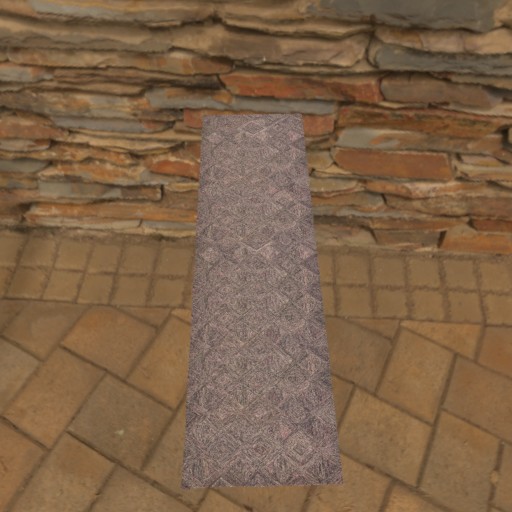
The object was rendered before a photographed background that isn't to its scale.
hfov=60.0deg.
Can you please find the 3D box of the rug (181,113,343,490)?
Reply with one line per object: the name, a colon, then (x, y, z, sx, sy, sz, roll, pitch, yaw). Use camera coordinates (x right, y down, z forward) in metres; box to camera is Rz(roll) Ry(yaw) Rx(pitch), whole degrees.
rug: (0.000, 0.000, 2.472, 0.691, 0.011, 2.296, -1, 59, -1)
